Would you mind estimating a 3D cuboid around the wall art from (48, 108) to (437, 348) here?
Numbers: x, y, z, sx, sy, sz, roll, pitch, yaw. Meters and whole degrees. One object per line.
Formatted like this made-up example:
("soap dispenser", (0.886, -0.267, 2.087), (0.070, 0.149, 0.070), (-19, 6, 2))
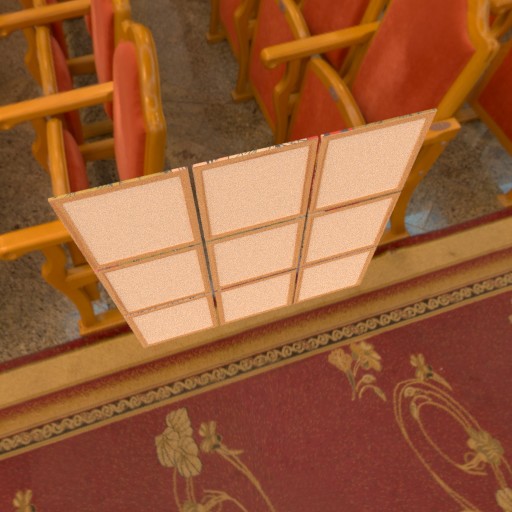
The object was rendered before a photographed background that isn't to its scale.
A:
("wall art", (0.000, 0.000, 2.320), (1.519, 1.534, 0.013), (-15, 60, -9))
